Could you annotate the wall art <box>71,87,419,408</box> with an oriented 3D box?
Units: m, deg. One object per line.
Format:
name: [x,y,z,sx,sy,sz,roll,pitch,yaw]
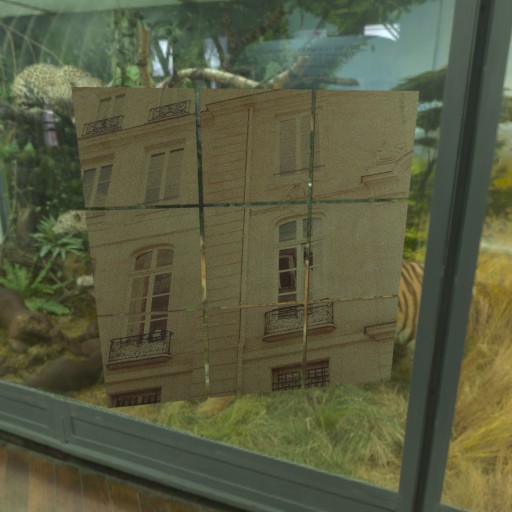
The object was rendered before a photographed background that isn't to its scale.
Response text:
wall art: [0.000,0.000,1.726,1.221,1.218,0.024,-3,17,-9]
